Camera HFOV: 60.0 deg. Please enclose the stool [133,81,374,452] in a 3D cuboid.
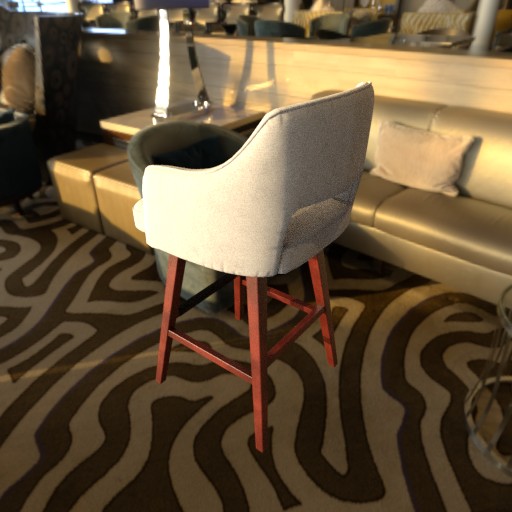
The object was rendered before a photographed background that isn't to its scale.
[{"bbox_3d":[0.000,0.000,1.347,0.558,1.012,0.548,21,37,31],"label":"stool"}]
